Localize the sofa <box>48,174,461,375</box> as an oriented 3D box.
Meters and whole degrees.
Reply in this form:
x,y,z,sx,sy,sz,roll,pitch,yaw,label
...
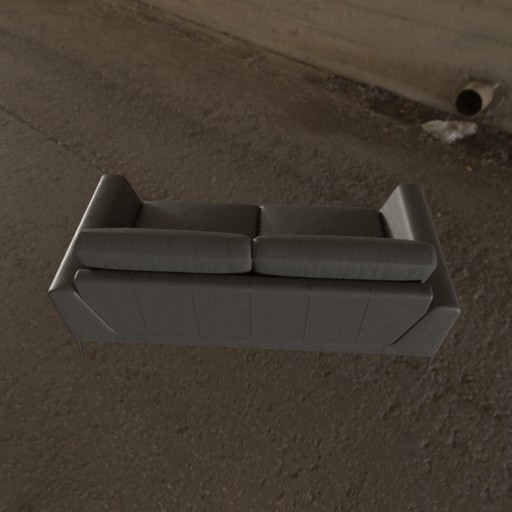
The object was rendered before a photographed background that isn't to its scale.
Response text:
x,y,z,sx,sy,sz,roll,pitch,yaw,label
0.000,0.000,2.562,2.017,0.875,0.953,2,47,2,sofa
